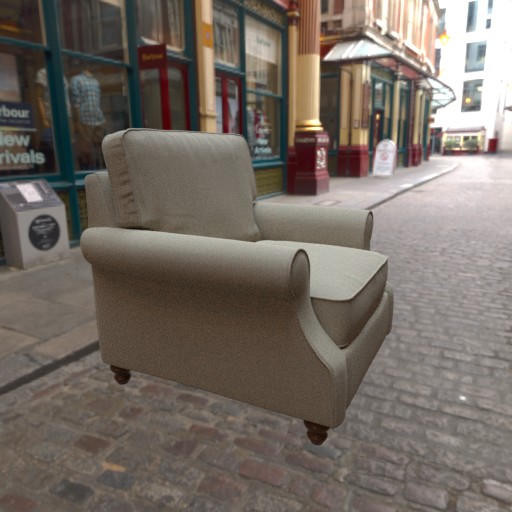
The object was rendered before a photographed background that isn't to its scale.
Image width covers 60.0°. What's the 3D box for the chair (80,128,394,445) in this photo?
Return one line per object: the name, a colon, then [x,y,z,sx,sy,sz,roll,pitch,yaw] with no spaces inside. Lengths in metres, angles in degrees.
chair: [0.000,0.000,1.769,0.966,0.967,1.029,7,15,26]
